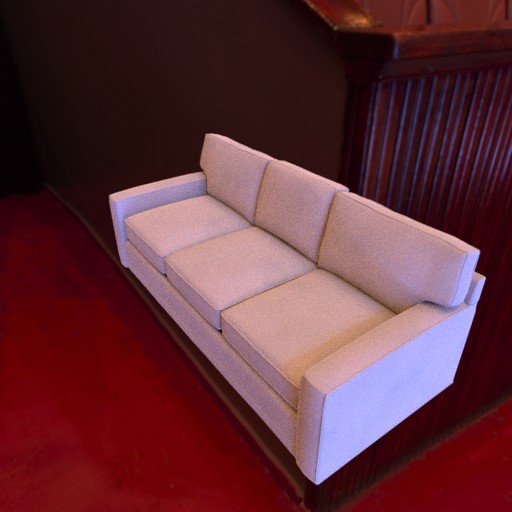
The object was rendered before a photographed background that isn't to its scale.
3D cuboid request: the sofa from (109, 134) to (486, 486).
[{"bbox_3d":[0.000,0.000,2.502,0.935,0.862,2.088,-21,37,-30],"label":"sofa"}]
